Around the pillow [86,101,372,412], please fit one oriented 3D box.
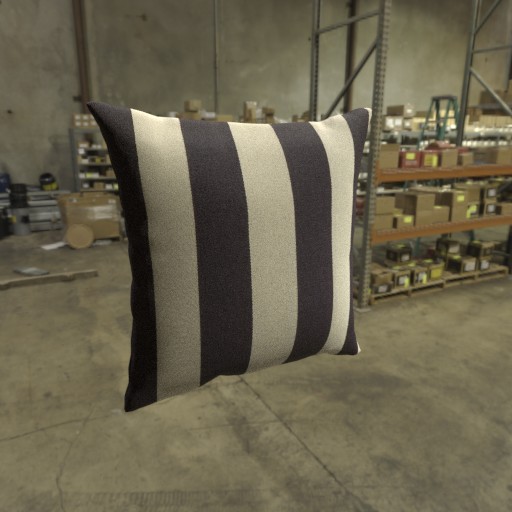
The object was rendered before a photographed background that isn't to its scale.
[{"bbox_3d":[0.000,0.000,0.812,0.536,0.526,0.189,-8,18,-27],"label":"pillow"}]
